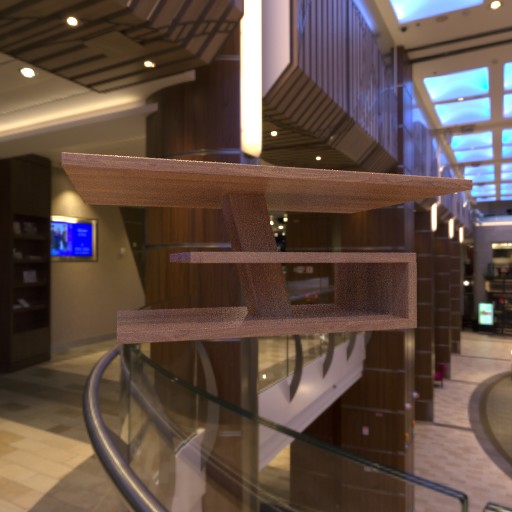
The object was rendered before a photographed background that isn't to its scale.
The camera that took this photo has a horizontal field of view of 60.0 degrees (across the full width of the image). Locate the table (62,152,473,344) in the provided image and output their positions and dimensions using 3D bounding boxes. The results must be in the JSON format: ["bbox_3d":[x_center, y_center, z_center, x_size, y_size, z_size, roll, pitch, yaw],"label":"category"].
[{"bbox_3d":[0.000,0.000,1.456,1.100,0.442,0.700,0,0,-17],"label":"table"}]
